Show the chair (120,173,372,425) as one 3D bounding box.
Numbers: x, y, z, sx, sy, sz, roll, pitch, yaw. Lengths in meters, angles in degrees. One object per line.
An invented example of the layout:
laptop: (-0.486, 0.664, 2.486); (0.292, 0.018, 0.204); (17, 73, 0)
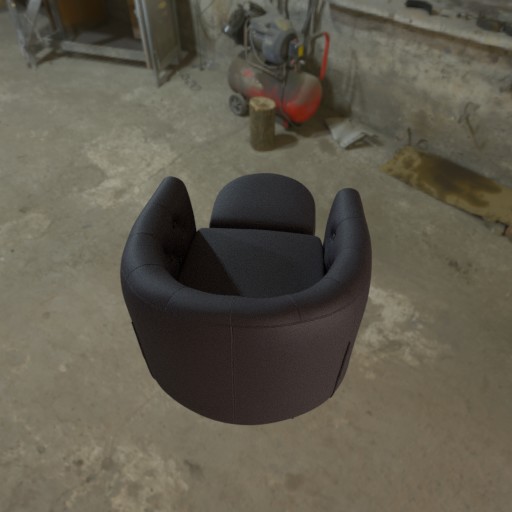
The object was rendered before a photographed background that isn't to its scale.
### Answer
chair: (0.000, 0.000, 1.718); (0.763, 0.760, 1.191); (5, 46, 4)
